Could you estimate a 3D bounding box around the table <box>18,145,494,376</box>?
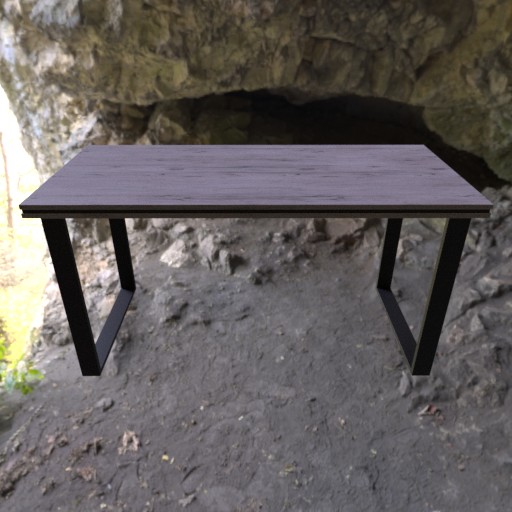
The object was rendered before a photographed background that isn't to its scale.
[{"bbox_3d":[0.000,0.000,2.225,1.778,0.899,0.795,0,30,0],"label":"table"}]
